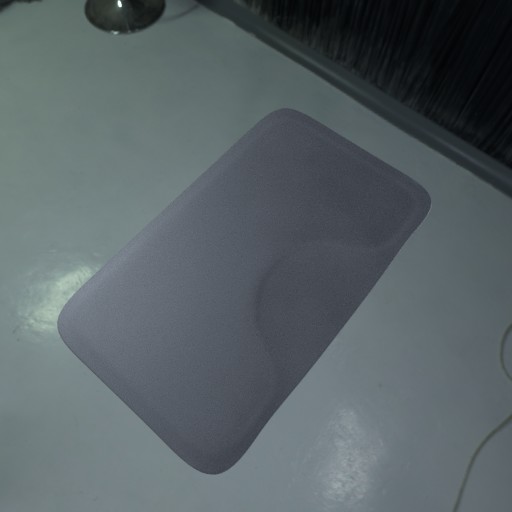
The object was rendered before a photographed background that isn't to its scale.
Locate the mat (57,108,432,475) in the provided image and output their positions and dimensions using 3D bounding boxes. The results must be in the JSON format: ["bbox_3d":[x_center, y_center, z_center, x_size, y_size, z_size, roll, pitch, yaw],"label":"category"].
[{"bbox_3d":[0.000,0.000,1.864,0.918,0.013,1.524,37,70,16],"label":"mat"}]
